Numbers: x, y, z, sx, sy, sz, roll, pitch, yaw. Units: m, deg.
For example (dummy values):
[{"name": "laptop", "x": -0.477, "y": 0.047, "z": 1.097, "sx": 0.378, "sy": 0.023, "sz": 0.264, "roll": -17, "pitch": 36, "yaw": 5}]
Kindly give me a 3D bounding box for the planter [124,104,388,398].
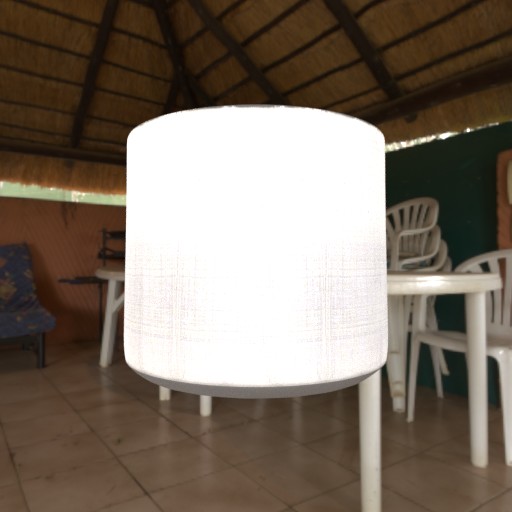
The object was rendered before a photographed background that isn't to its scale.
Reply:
[{"name": "planter", "x": 0.000, "y": 0.000, "z": 0.445, "sx": 0.254, "sy": 0.221, "sz": 0.254, "roll": 0, "pitch": -1, "yaw": 0}]
